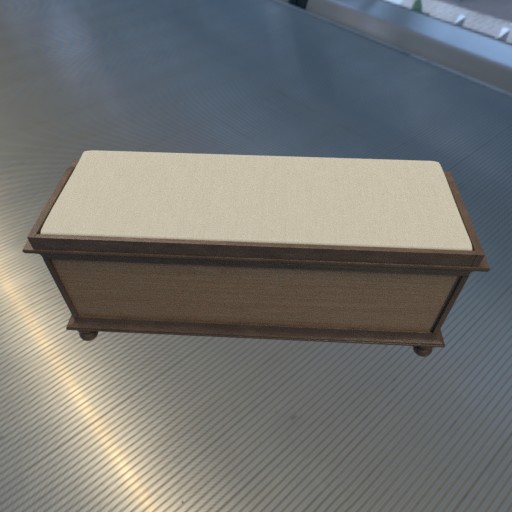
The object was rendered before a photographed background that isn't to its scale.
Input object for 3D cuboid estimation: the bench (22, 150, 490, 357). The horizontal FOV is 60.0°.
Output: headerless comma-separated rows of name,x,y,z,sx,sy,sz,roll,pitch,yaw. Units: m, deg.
bench,0.000,0.000,1.403,1.185,0.501,0.402,2,47,2
